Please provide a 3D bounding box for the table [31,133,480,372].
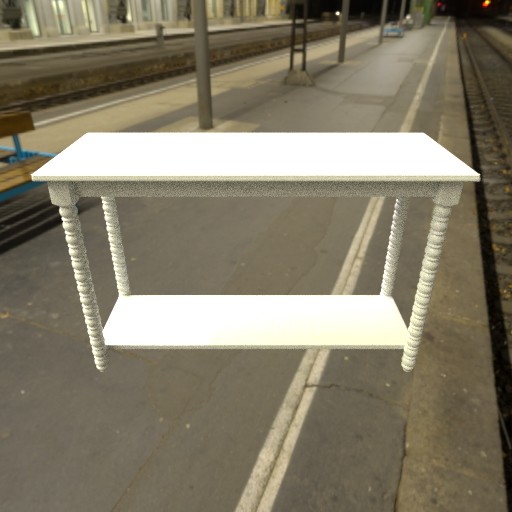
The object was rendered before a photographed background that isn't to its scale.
[{"bbox_3d":[0.000,0.000,1.536,1.184,0.740,0.459,0,29,0],"label":"table"}]
